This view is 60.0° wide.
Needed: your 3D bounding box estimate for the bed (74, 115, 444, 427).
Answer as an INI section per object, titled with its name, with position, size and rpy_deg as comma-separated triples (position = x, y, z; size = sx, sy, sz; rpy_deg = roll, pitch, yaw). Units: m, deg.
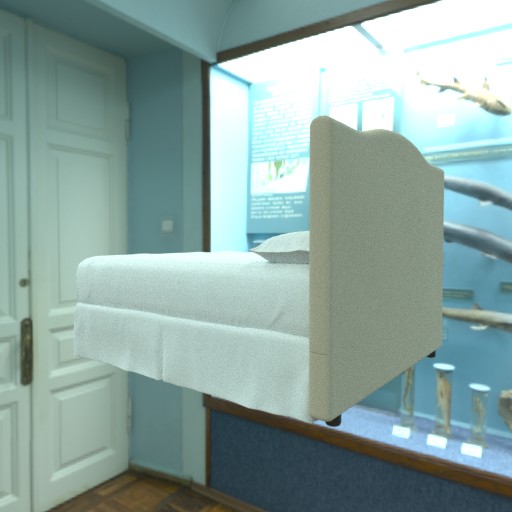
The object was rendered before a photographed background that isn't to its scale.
[bed]
position = 0.000, 0.000, 3.199
size = 2.143, 1.460, 1.753
rpy_deg = 1, 2, 37
